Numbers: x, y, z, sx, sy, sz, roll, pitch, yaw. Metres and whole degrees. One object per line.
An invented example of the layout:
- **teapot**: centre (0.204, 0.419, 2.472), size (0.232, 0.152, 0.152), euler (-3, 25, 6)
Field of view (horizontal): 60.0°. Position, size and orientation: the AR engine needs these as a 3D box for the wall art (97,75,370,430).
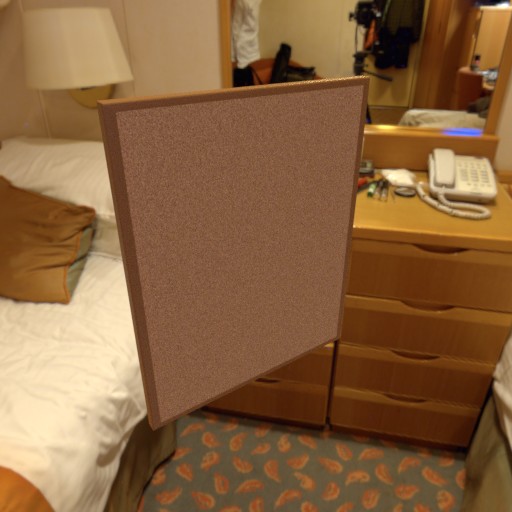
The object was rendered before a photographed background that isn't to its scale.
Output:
- **wall art**: centre (0.000, 0.000, 0.526), size (0.310, 0.379, 0.015), euler (-18, 33, -30)
